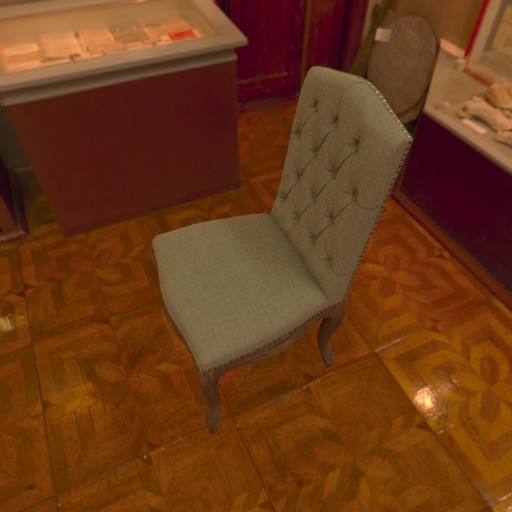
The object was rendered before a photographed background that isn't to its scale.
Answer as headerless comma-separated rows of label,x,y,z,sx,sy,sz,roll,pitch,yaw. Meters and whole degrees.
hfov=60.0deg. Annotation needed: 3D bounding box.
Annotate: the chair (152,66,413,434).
chair,0.000,0.000,1.618,0.731,1.191,0.637,-18,50,-16
